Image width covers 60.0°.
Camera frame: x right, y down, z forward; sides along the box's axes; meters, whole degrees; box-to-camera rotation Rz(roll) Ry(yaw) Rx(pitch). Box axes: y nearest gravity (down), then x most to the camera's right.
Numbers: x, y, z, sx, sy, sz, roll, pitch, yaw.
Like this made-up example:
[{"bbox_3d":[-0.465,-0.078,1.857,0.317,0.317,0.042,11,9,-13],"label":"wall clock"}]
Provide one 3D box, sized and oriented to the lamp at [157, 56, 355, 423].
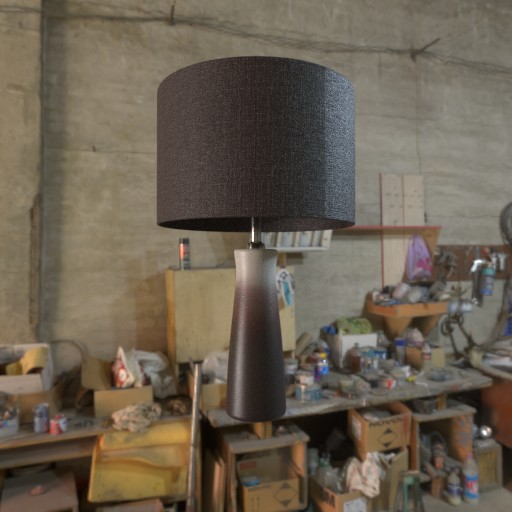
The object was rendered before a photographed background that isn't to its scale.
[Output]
[{"bbox_3d":[0.000,0.000,0.692,0.303,0.488,0.303,0,-1,0],"label":"lamp"}]
